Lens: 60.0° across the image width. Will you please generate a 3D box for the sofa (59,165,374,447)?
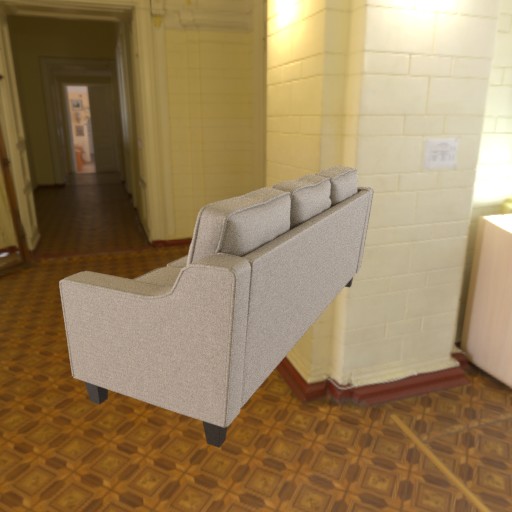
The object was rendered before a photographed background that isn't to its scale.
[{"bbox_3d":[0.000,0.000,2.644,0.899,0.950,2.129,8,19,25],"label":"sofa"}]
